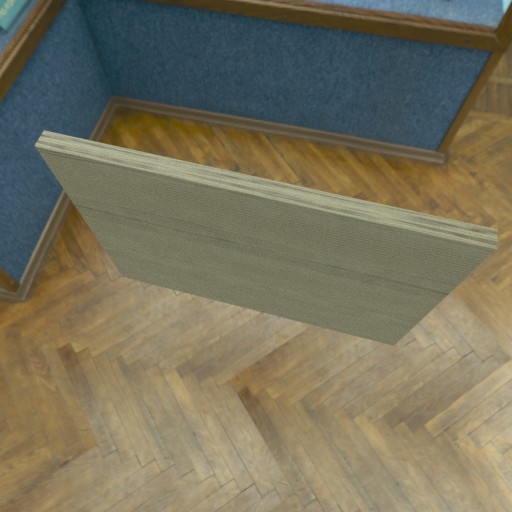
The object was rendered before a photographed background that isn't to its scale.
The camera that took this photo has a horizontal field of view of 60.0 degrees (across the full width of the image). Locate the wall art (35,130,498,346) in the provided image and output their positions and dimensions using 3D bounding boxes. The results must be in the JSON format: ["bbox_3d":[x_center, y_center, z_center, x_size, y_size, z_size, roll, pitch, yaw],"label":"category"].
[{"bbox_3d":[0.000,0.000,1.067,0.841,0.609,0.063,13,64,7],"label":"wall art"}]
